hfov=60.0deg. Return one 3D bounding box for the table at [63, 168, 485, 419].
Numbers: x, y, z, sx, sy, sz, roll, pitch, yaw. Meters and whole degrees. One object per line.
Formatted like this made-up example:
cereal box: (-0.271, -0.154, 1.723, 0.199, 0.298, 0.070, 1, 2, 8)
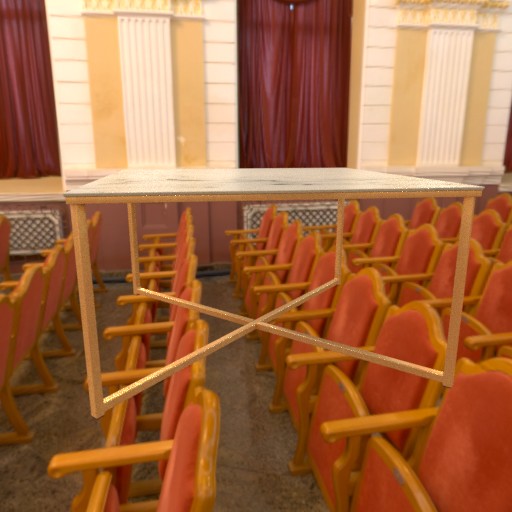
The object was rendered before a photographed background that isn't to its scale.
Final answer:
table: (0.000, 0.000, 1.262, 0.800, 0.450, 0.800, -2, 14, -9)
